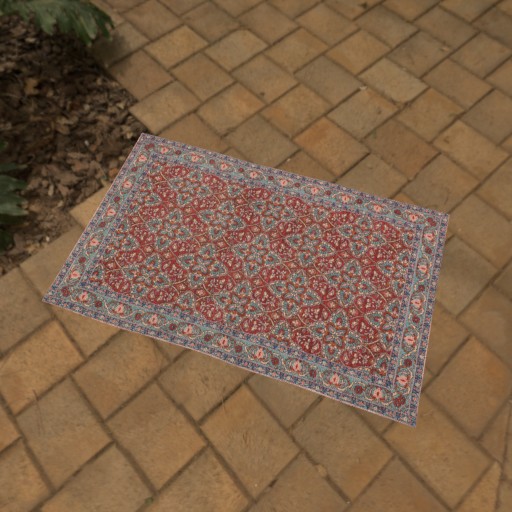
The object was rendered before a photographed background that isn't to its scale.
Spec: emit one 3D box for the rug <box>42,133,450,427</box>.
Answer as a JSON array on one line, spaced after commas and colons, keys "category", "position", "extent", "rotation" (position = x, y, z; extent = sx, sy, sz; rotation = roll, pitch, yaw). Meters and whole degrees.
[{"category": "rug", "position": [0.000, 0.000, 3.049], "extent": [2.439, 0.011, 1.533], "rotation": [17, 64, 8]}]
